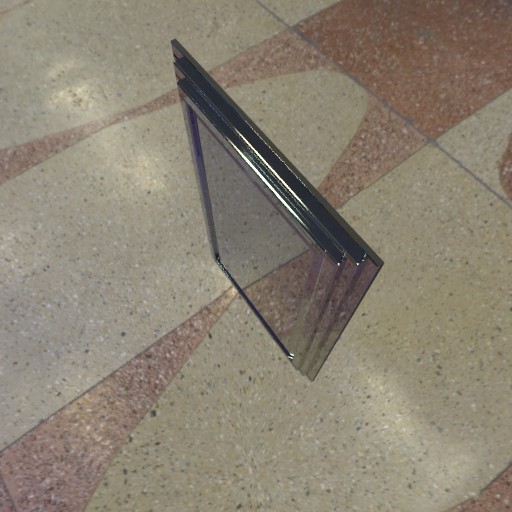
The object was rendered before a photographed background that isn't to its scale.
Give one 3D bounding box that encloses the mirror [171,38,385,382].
[{"bbox_3d":[0.000,0.000,1.181,0.039,0.914,0.613,-33,68,-15],"label":"mirror"}]
